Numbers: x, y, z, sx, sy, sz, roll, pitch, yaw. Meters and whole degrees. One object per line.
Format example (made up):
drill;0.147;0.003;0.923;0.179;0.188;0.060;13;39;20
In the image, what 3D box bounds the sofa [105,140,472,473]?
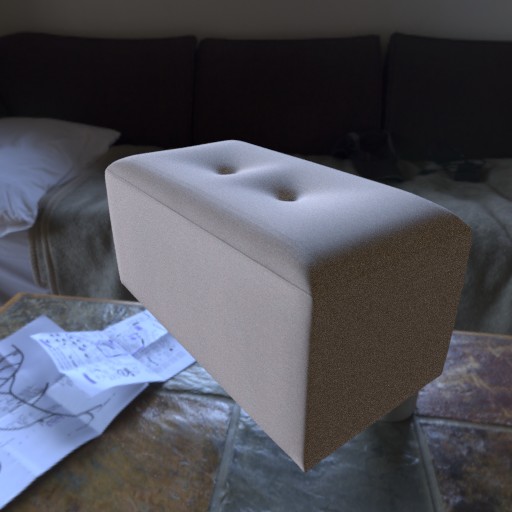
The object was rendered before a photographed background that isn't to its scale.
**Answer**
sofa;0.000;0.000;1.204;0.480;0.470;0.930;-19;32;-33
